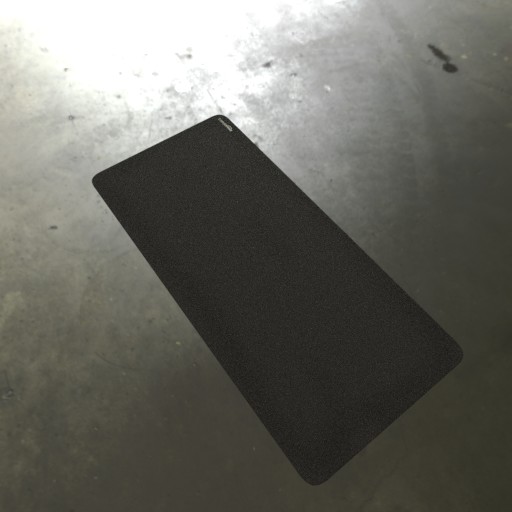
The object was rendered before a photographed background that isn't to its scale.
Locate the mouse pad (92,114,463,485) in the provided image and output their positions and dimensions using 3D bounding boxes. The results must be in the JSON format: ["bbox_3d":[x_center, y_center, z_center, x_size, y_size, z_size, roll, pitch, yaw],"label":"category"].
[{"bbox_3d":[0.000,0.000,1.037,0.424,0.003,0.907,-32,64,-18],"label":"mouse pad"}]
